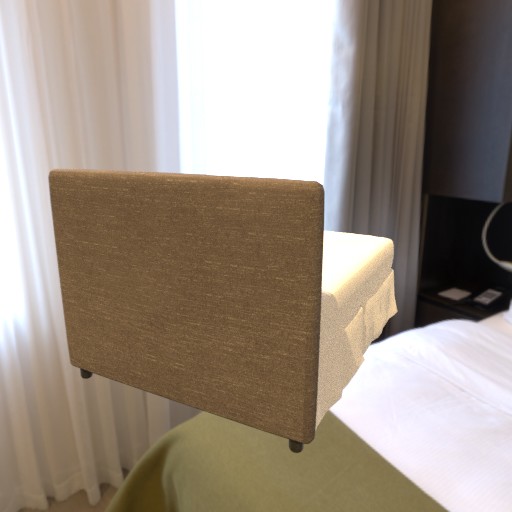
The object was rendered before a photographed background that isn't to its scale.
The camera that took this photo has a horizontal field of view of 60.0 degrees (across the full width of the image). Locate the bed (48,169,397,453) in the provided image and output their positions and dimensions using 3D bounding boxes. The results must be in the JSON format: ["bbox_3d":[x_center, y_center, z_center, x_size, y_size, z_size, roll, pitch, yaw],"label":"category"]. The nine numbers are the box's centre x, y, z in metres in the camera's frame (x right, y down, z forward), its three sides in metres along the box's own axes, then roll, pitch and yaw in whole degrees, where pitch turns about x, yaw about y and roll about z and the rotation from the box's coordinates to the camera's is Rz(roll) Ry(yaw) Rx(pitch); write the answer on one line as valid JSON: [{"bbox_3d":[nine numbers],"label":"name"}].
[{"bbox_3d":[0.000,0.000,3.226,1.723,1.330,2.142,8,17,27],"label":"bed"}]
